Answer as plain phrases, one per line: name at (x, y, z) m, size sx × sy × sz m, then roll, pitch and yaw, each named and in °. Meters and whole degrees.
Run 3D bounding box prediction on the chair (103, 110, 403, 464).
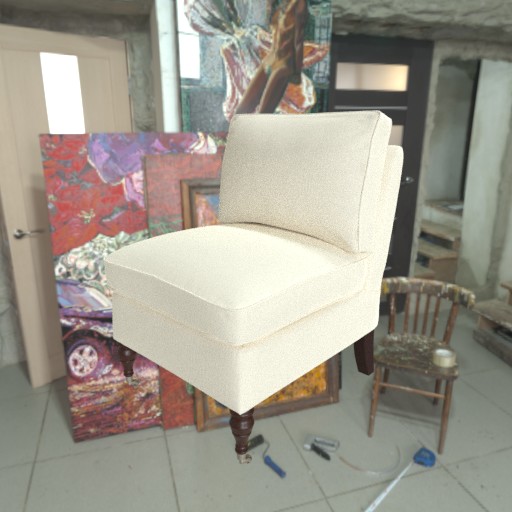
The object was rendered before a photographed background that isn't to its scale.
chair at (0.000, 0.000, 1.425) m, size 0.630 × 0.887 × 0.781 m, roll 15°, pitch 22°, yaw 41°
